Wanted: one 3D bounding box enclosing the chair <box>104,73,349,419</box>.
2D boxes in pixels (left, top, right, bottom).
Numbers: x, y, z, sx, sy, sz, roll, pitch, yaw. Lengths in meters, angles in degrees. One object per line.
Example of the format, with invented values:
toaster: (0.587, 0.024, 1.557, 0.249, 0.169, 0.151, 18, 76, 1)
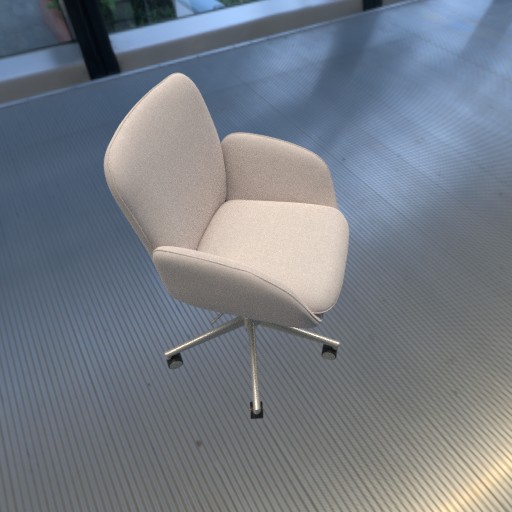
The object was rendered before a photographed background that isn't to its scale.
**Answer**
chair: (0.000, 0.000, 1.393, 0.633, 0.959, 0.648, 10, 48, 10)
